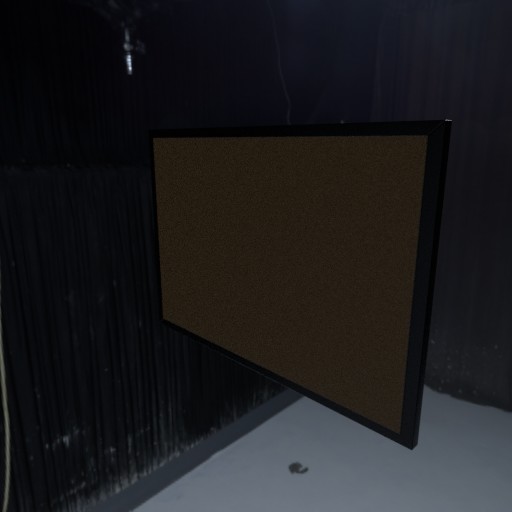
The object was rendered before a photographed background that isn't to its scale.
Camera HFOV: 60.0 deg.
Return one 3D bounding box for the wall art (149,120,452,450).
[{"bbox_3d":[0.000,0.000,0.546,0.013,0.306,0.440,-14,20,-43],"label":"wall art"}]
